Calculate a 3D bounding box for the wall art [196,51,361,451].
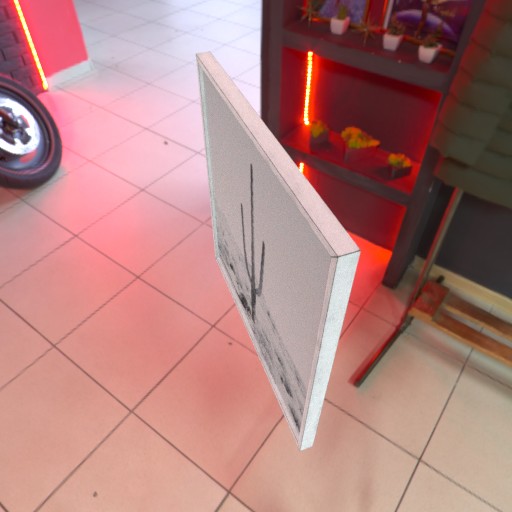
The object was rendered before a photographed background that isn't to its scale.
[{"bbox_3d":[0.000,0.000,1.165,0.038,0.762,0.762,-15,49,-14],"label":"wall art"}]
